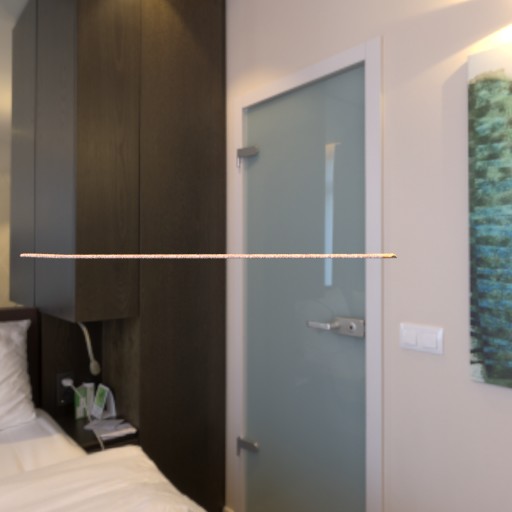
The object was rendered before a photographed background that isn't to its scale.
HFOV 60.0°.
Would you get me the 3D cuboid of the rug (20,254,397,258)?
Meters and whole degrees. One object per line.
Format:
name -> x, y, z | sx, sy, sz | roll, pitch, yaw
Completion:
rug -> 0.000, 0.000, 4.133 | 2.453, 0.043, 3.052 | 0, 0, 19
